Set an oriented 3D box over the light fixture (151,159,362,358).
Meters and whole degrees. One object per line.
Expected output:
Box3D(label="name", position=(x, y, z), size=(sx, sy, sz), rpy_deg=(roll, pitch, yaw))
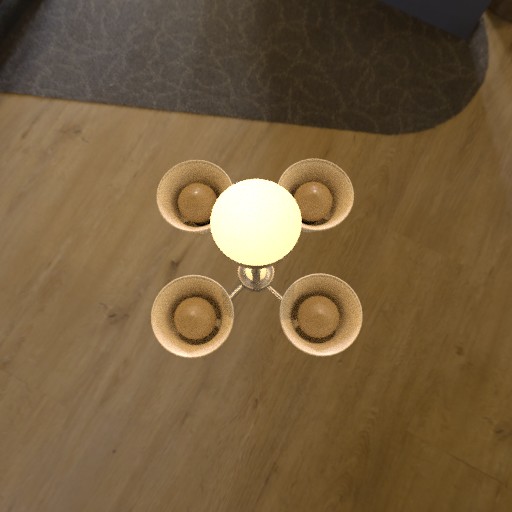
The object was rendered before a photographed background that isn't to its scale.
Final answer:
Box3D(label="light fixture", position=(0.000, 0.000, 0.763), size=(0.427, 0.370, 0.427), rpy_deg=(43, 80, 10))
